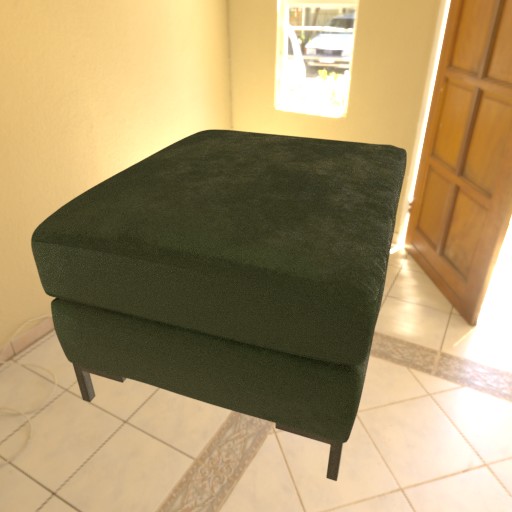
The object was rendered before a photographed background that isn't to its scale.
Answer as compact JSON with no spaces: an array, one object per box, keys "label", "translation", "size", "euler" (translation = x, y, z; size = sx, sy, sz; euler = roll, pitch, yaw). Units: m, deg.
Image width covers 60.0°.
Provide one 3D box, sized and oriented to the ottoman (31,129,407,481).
[{"label":"ottoman","translation":[0.000,0.000,1.224],"size":[0.701,0.538,0.839],"euler":[10,32,17]}]
